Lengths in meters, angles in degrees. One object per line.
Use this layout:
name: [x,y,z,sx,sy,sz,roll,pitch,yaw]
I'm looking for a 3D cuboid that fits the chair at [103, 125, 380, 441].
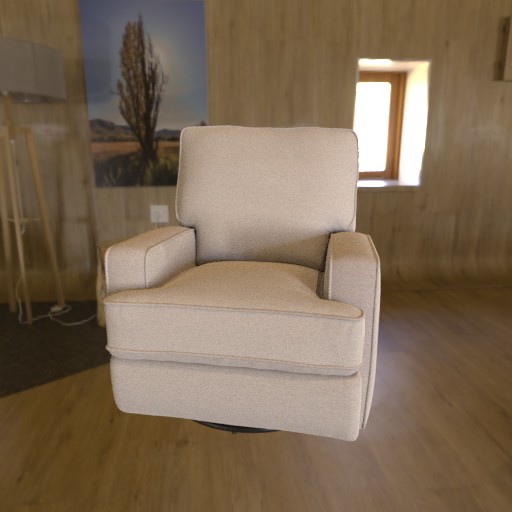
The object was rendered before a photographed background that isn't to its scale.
chair: [0.000,0.000,1.660,0.861,0.964,0.969,2,14,10]
